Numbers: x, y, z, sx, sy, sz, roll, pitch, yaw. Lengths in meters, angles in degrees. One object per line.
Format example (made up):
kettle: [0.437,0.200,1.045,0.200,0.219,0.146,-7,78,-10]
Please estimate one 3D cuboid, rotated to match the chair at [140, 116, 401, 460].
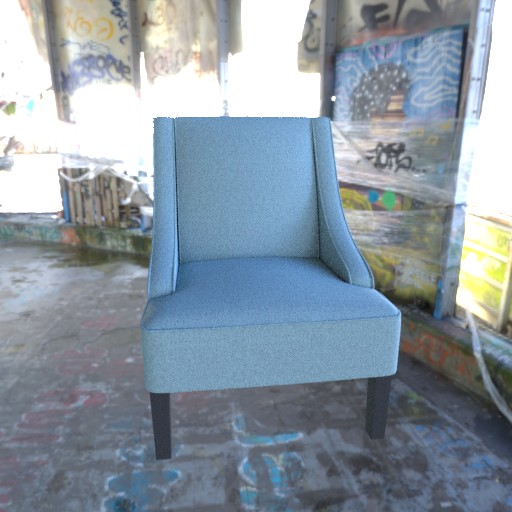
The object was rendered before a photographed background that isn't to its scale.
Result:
chair: [0.000,0.000,1.843,0.857,1.133,1.025,-2,16,-7]
